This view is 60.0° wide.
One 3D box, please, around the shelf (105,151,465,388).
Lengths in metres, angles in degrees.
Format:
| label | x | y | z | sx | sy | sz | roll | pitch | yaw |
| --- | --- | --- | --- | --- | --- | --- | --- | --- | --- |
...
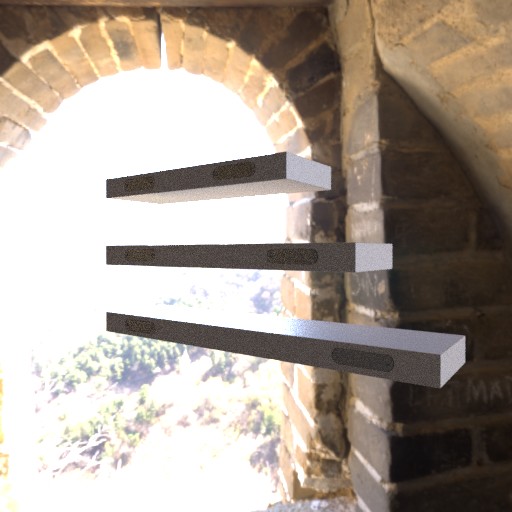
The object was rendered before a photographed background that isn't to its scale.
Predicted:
| label | x | y | z | sx | sy | sz | roll | pitch | yaw |
| --- | --- | --- | --- | --- | --- | --- | --- | --- | --- |
| shelf | 0.000 | 0.000 | 0.730 | 0.610 | 0.293 | 0.140 | 0 | 1 | 36 |
